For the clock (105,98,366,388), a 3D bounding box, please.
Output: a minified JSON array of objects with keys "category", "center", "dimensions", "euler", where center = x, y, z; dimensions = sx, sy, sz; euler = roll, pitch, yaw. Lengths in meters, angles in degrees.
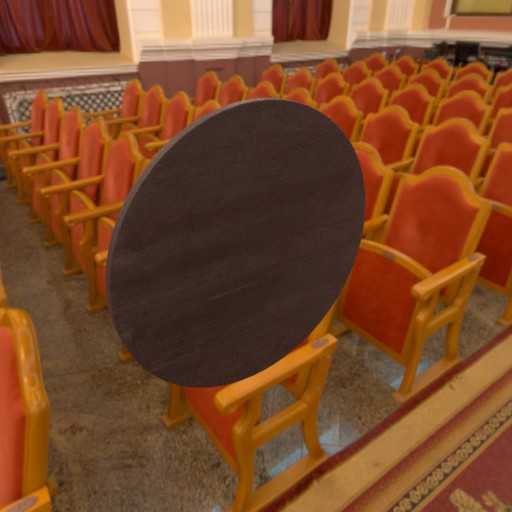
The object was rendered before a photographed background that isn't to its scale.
[{"category":"clock","center":[0.000,0.000,0.880],"dimensions":[0.595,0.595,0.029],"euler":[-19,34,-31]}]
